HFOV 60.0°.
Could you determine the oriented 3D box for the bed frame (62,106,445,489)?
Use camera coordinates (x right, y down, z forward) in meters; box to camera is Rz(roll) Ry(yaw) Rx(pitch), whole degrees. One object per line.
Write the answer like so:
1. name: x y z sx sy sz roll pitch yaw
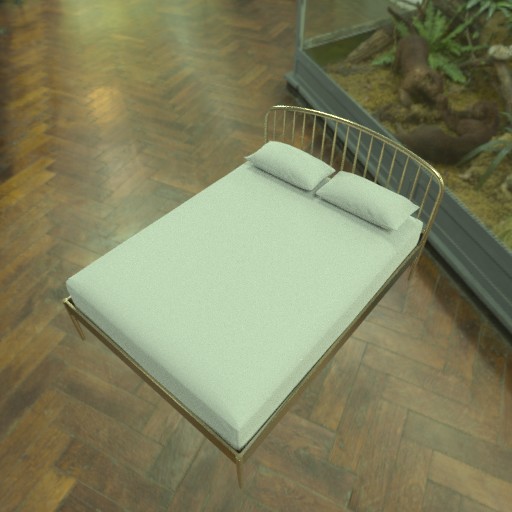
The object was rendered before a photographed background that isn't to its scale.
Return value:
1. bed frame: 0.000 0.000 3.100 1.612 1.175 2.152 31 53 27
